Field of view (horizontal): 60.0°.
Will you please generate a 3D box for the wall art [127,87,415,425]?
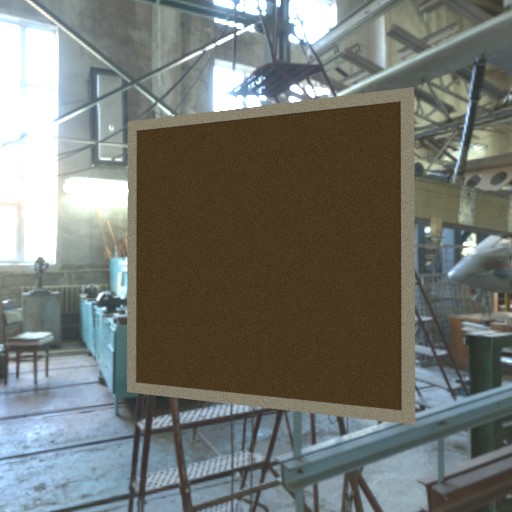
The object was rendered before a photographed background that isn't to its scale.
[{"bbox_3d":[0.000,0.000,1.205,0.812,0.812,0.015,0,-1,19],"label":"wall art"}]
